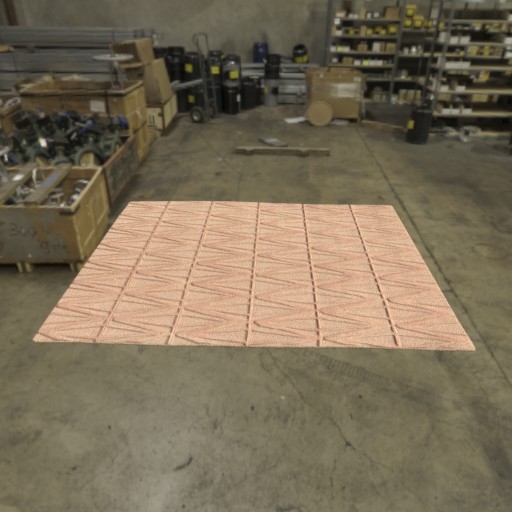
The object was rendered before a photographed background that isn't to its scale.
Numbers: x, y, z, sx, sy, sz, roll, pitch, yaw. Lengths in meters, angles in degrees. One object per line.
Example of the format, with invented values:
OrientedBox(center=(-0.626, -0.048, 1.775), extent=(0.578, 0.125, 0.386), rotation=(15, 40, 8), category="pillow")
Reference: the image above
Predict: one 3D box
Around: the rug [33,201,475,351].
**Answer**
OrientedBox(center=(0.000, 0.000, 4.084), extent=(3.052, 0.043, 2.453), rotation=(1, 30, 2), category="rug")
